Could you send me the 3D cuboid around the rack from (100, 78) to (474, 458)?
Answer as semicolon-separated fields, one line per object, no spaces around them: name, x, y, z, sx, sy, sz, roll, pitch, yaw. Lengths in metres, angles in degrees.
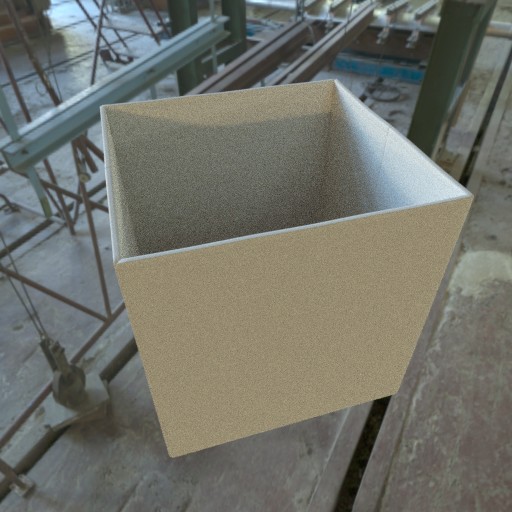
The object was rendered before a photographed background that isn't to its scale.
rack;0.000;0.000;0.491;0.270;0.280;0.270;-11;43;-12
